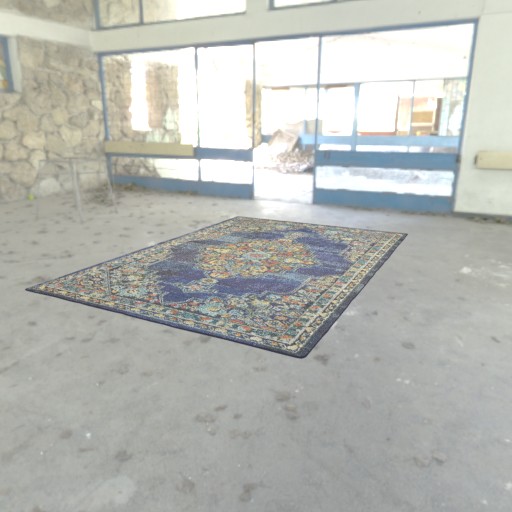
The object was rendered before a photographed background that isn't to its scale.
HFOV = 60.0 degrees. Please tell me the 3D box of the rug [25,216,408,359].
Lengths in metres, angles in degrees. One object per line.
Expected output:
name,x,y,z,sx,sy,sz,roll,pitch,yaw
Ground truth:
rug,0.000,0.000,3.818,2.053,0.011,2.940,8,18,26
